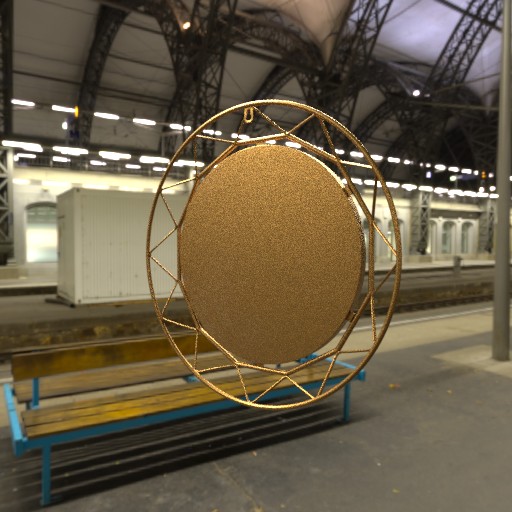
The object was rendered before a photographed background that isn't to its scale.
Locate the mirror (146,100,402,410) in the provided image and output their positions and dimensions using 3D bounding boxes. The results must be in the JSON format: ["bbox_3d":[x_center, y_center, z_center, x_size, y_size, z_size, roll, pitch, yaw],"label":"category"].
[{"bbox_3d":[0.000,0.000,0.676,0.454,0.454,0.043,1,2,35],"label":"mirror"}]
